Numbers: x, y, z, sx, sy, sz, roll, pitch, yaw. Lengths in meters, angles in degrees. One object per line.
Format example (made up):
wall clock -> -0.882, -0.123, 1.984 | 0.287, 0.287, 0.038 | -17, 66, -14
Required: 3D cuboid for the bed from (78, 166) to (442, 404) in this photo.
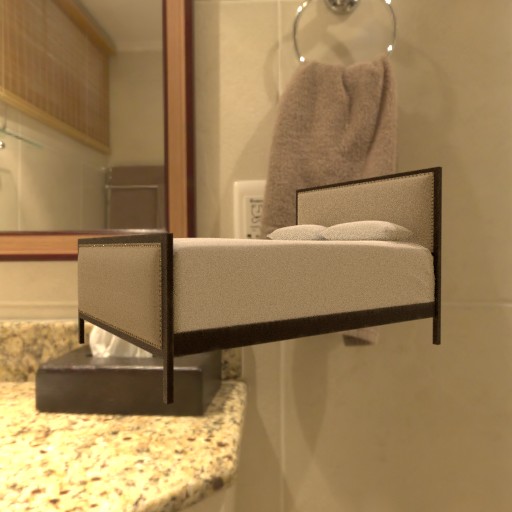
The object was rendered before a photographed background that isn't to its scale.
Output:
bed -> 0.000, 0.000, 3.286 | 2.221, 1.313, 1.607 | -1, 1, -35
